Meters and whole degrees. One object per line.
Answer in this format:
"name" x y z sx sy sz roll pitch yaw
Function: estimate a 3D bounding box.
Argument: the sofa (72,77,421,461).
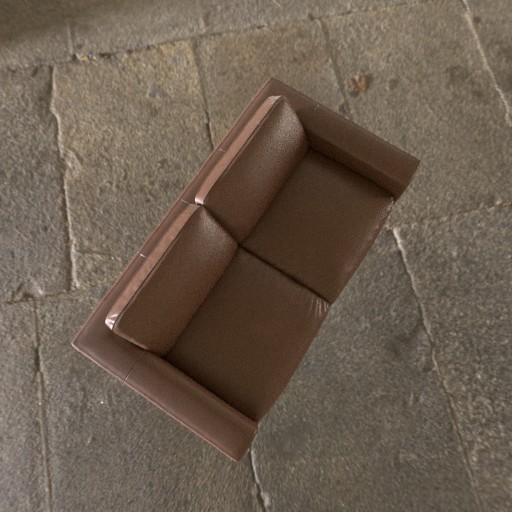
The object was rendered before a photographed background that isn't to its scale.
"sofa" 0.000 0.000 2.558 1.070 0.800 1.920 32 77 8
